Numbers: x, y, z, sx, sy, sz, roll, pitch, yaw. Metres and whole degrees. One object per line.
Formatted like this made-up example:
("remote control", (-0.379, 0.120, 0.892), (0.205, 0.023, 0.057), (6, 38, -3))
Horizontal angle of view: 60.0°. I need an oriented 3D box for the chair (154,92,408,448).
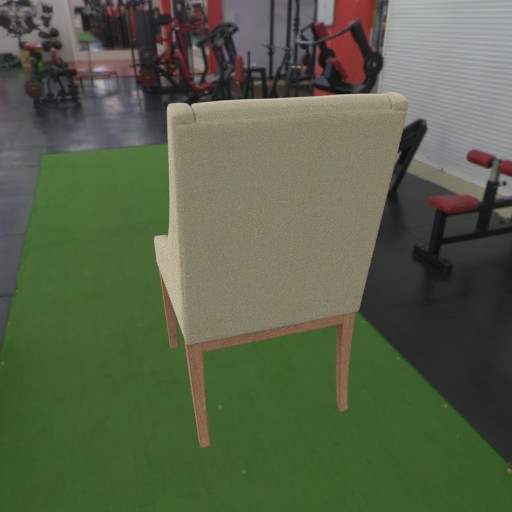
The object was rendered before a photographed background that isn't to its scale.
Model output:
("chair", (0.000, 0.000, 1.393), (0.575, 1.021, 0.611), (-9, 29, -16))
